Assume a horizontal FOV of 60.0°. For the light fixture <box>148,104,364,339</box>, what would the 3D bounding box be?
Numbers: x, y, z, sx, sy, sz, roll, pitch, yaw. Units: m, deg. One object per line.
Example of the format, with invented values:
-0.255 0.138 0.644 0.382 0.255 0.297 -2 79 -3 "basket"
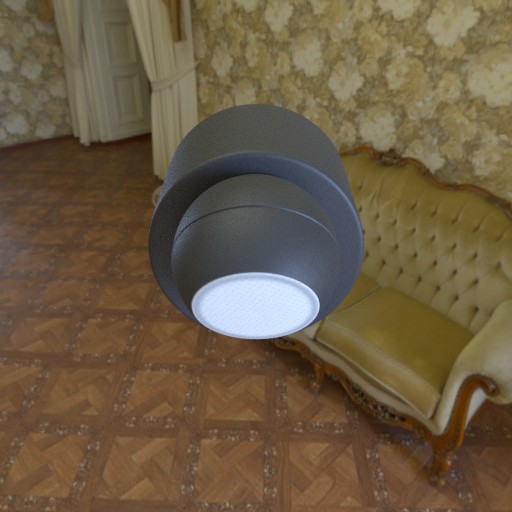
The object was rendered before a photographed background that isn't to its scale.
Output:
0.000 0.000 0.264 0.134 0.143 0.160 0 30 0 "light fixture"
